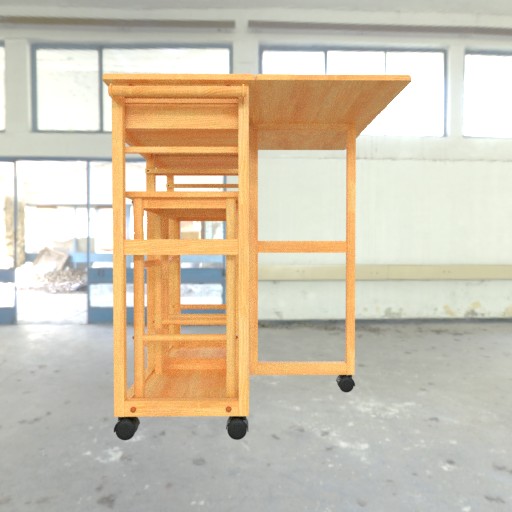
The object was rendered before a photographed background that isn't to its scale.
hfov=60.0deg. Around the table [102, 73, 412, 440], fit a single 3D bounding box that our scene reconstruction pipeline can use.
[{"bbox_3d":[0.000,0.000,1.341,0.693,0.832,0.752,0,1,-1],"label":"table"}]
